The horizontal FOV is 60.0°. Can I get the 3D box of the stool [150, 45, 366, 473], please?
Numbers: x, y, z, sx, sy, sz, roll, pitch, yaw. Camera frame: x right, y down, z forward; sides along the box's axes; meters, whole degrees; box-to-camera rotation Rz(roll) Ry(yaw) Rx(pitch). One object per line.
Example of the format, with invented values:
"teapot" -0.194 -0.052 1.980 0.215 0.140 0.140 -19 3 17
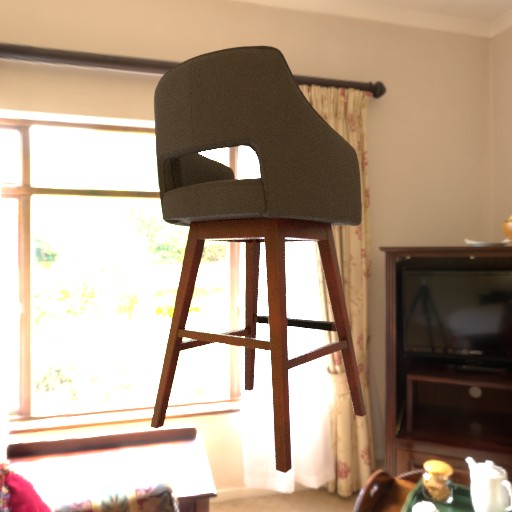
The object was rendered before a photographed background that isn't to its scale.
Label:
"stool" 0.000 0.000 1.337 0.548 1.012 0.558 0 0 36
